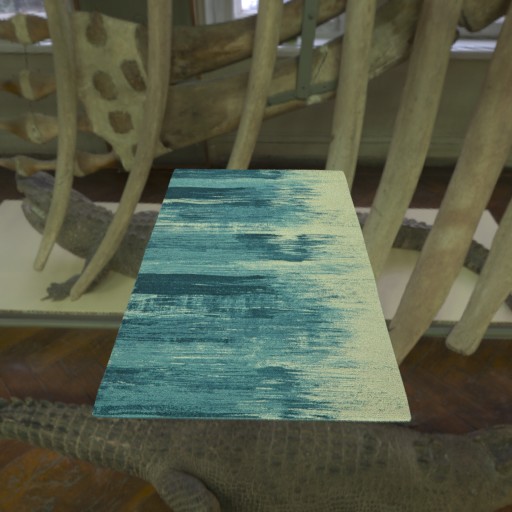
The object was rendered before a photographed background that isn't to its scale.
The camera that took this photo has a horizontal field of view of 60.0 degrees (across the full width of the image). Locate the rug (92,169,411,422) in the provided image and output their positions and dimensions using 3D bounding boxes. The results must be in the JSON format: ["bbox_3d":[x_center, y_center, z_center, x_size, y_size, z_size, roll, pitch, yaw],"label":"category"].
[{"bbox_3d":[0.000,0.000,3.034,1.540,0.027,2.450,1,39,1],"label":"rug"}]
